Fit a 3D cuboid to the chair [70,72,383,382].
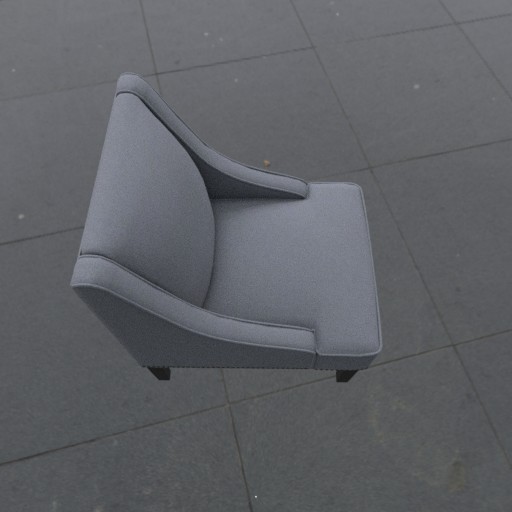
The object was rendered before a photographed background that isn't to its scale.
[{"bbox_3d":[0.000,0.000,1.390,0.747,0.867,0.631,1,62,0],"label":"chair"}]
